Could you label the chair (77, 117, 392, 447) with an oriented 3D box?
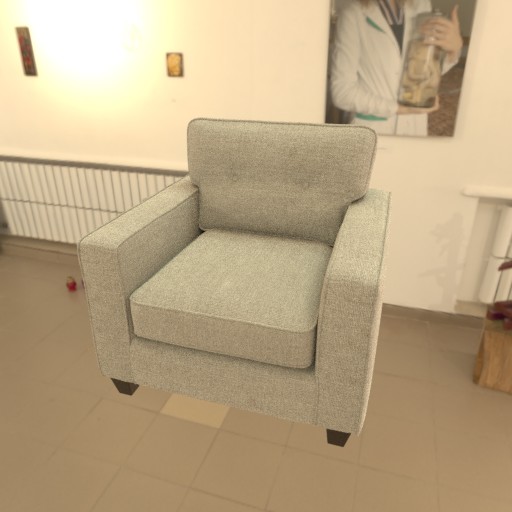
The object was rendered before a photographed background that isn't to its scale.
[{"bbox_3d":[0.000,0.000,1.787,1.015,0.965,0.939,8,27,16],"label":"chair"}]
